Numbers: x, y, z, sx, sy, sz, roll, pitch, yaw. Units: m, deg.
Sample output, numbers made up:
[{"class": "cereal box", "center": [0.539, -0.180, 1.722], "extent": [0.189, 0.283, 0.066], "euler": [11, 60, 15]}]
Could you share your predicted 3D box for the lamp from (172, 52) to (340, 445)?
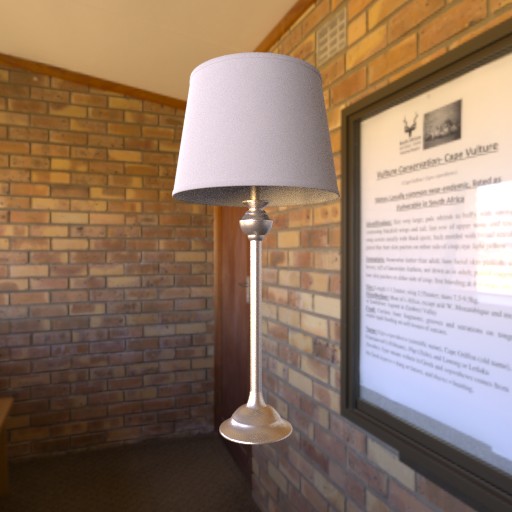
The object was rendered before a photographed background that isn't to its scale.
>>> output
[{"class": "lamp", "center": [0.000, 0.000, 0.890], "extent": [0.331, 0.698, 0.331], "euler": [0, 0, 0]}]
